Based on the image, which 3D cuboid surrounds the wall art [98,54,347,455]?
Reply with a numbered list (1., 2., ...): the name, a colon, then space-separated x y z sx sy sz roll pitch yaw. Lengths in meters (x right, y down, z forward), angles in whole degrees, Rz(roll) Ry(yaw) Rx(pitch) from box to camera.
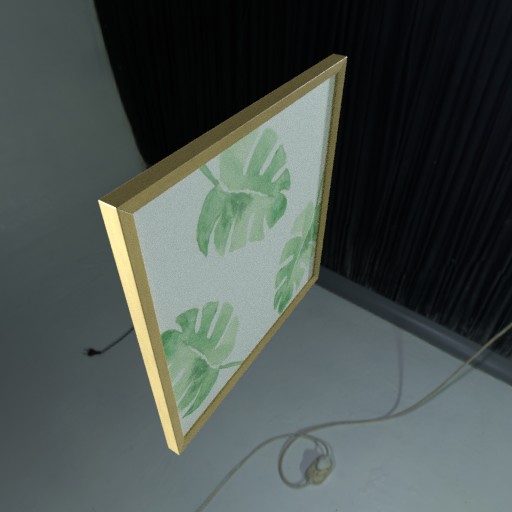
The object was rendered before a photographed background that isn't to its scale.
1. wall art: 0.000 0.000 1.111 0.037 0.763 0.763 23 47 24
